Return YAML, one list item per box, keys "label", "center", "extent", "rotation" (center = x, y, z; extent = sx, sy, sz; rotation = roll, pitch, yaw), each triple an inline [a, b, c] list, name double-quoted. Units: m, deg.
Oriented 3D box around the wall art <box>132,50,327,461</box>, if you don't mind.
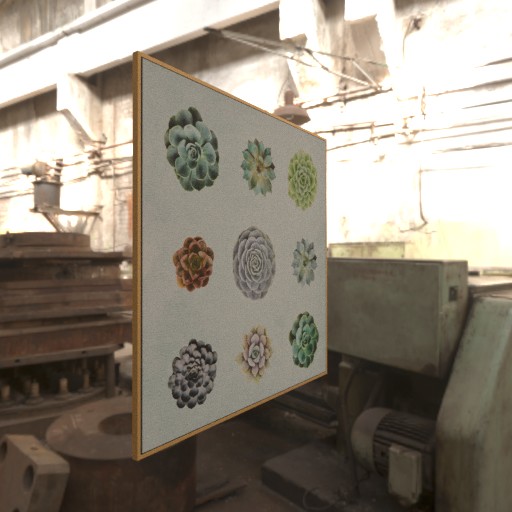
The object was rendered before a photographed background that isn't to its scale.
- label: "wall art"
  center: [0.000, 0.000, 0.976]
  extent: [0.014, 0.655, 0.657]
  rotation: [0, 0, 36]
